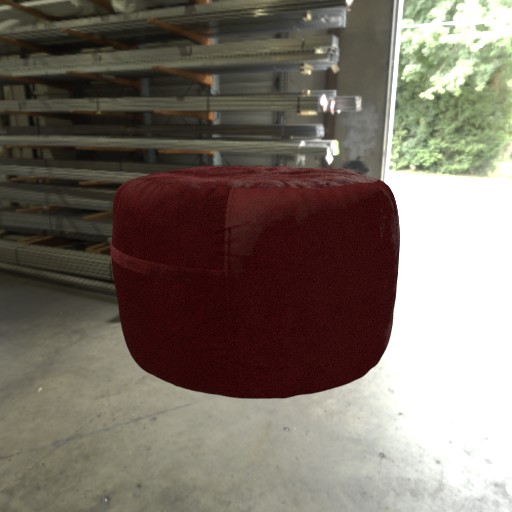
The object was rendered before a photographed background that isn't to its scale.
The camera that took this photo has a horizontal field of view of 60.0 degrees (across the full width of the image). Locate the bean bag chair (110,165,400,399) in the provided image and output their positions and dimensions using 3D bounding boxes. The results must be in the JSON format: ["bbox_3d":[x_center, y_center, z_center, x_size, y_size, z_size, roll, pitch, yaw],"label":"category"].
[{"bbox_3d":[0.000,0.000,1.980,1.219,0.762,1.219,0,15,0],"label":"bean bag chair"}]
